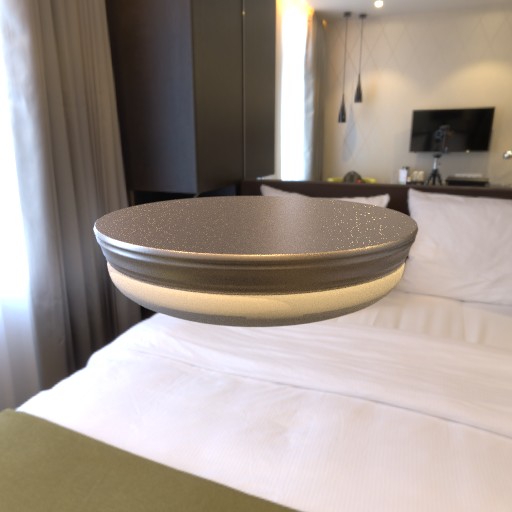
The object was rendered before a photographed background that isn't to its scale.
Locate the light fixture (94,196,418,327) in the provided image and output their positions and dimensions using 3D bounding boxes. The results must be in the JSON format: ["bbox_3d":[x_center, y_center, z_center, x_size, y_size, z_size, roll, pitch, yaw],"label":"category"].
[{"bbox_3d":[0.000,0.000,0.545,0.368,0.100,0.368,0,15,0],"label":"light fixture"}]
